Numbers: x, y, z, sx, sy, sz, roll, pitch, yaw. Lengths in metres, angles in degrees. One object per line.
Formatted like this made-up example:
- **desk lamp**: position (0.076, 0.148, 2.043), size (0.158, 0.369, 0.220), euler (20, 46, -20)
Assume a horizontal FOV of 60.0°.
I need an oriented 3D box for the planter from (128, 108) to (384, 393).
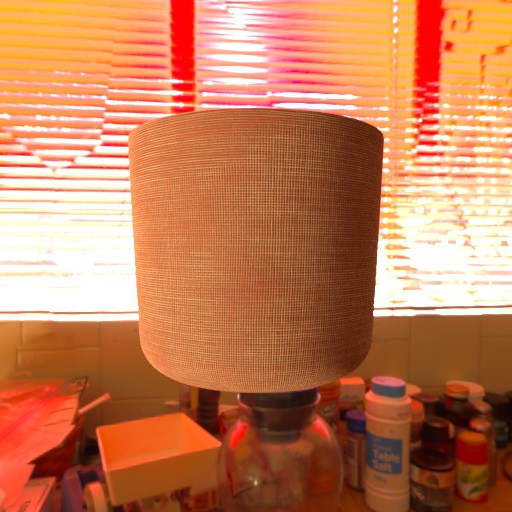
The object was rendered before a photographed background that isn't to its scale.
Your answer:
- **planter**: position (0.000, 0.000, 0.798), size (0.440, 0.398, 0.440), euler (0, 2, 0)
